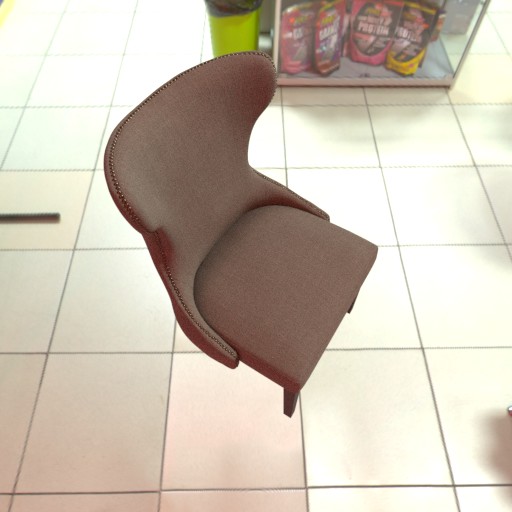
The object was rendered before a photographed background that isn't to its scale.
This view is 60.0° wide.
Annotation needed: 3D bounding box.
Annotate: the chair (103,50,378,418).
[{"bbox_3d":[0.000,0.000,1.381,0.635,0.967,0.628,28,61,17],"label":"chair"}]
